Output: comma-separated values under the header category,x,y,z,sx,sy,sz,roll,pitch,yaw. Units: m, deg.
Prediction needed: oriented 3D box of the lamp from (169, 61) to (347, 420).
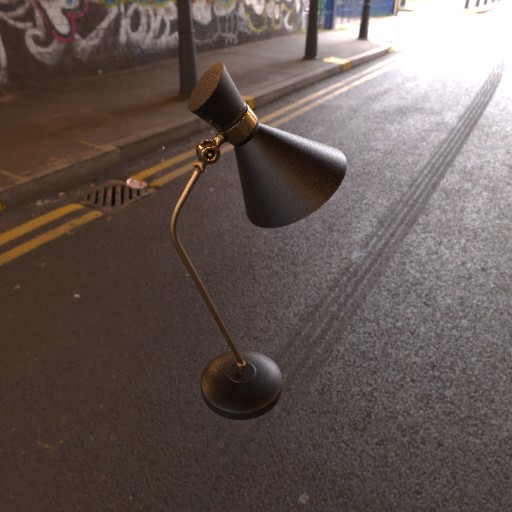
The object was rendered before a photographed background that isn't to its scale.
category,x,y,z,sx,sy,sz,roll,pitch,yaw
lamp,0.000,0.000,0.788,0.292,0.647,0.189,-11,34,-17
